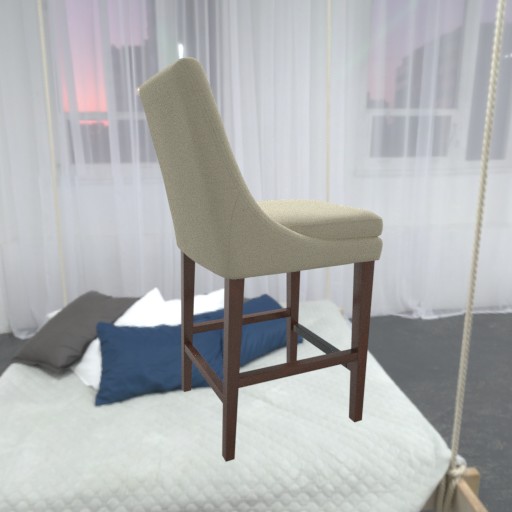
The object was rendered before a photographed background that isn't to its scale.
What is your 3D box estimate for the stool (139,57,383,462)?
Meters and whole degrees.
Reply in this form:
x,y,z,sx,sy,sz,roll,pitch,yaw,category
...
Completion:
x,y,z,sx,sy,sz,roll,pitch,yaw,category
0.000,0.000,1.304,0.577,0.981,0.470,-6,14,-25,stool
